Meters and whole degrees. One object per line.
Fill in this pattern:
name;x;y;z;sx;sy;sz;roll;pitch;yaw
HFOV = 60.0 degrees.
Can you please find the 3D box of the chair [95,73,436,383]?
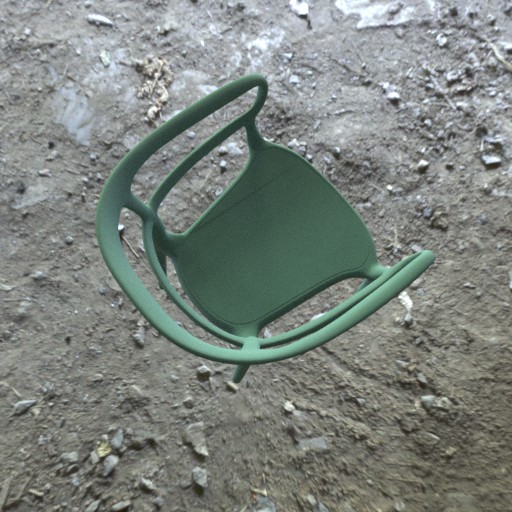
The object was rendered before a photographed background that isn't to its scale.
chair;0.000;0.000;1.109;0.527;0.761;0.559;-39;79;-9
